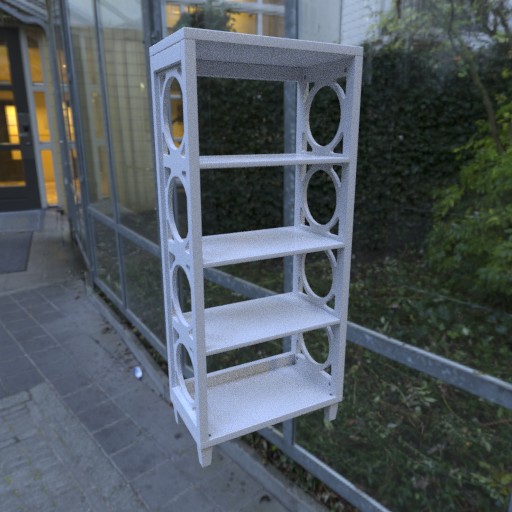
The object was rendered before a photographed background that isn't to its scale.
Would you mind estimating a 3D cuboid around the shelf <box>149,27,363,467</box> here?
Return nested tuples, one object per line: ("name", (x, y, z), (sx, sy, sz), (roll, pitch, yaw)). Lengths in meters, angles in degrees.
("shelf", (0.000, 0.000, 1.633), (0.611, 1.411, 0.340), (-8, 18, -27))
